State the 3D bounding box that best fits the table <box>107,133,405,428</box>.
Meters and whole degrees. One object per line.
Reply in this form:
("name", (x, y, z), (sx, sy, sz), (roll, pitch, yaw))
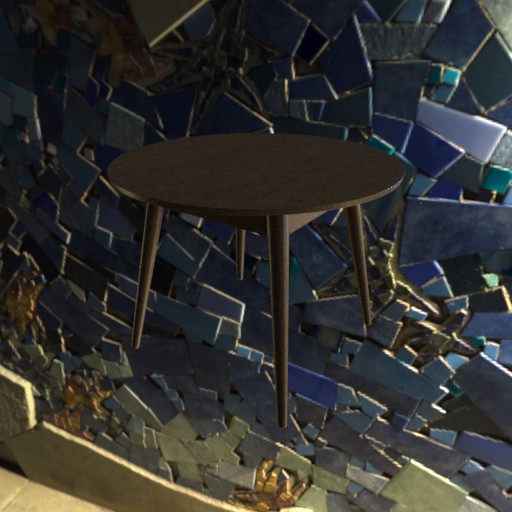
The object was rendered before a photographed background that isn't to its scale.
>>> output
("table", (0.000, 0.000, 1.806), (1.053, 0.786, 1.053), (0, 26, 0))
